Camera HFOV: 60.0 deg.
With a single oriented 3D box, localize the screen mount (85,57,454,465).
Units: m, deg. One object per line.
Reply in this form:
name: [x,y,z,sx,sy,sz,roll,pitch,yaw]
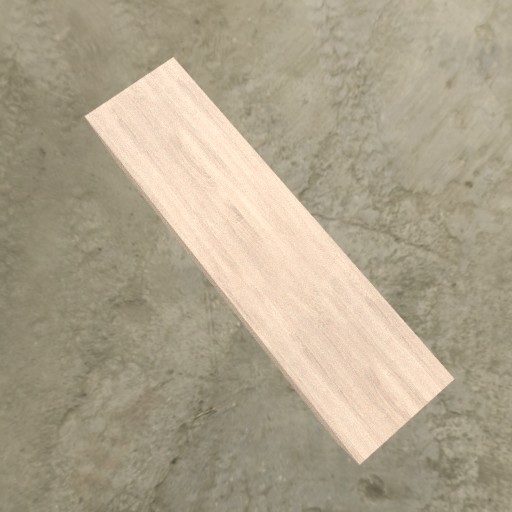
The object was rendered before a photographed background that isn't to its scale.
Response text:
screen mount: [0.000,0.000,1.752,0.400,0.510,1.500,-38,79,-9]
